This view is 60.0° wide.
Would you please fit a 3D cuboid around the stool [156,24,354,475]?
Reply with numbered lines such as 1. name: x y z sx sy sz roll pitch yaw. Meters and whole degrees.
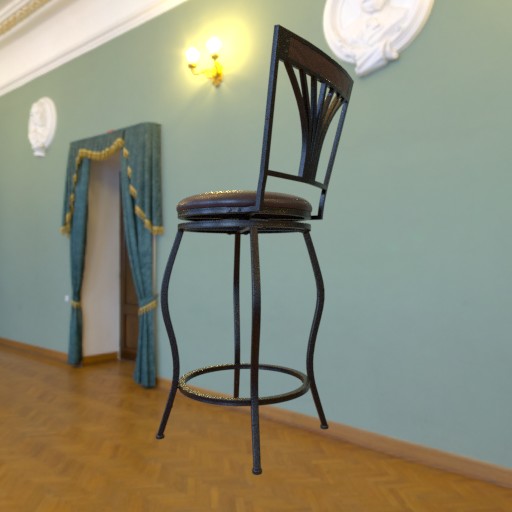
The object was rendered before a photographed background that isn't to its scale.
1. stool: 0.000 0.000 1.372 0.514 1.117 0.433 0 0 36
